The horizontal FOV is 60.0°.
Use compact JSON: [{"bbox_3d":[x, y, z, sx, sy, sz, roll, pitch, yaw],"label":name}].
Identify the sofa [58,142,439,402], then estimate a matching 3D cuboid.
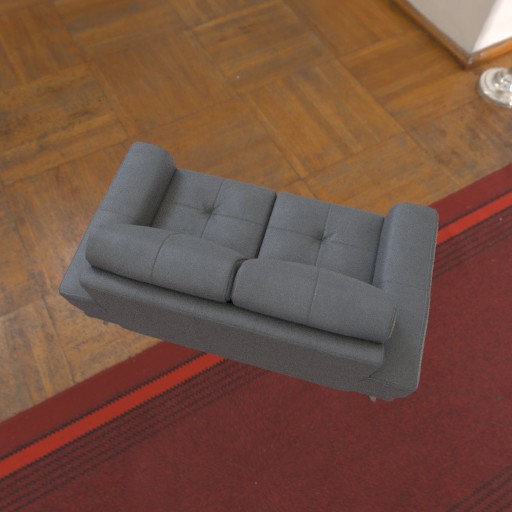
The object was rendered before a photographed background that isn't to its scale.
[{"bbox_3d":[0.000,0.000,2.352,1.806,0.907,1.018,14,64,7],"label":"sofa"}]
